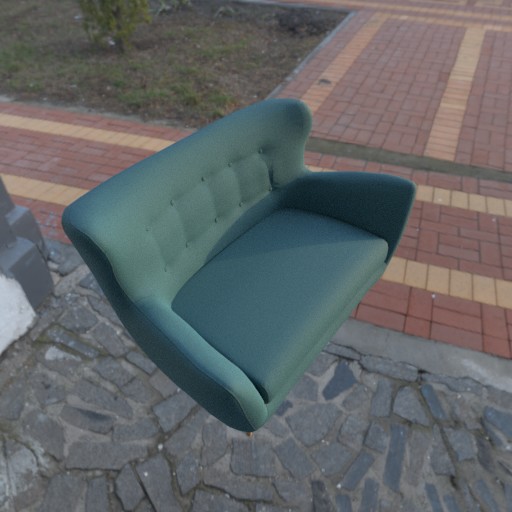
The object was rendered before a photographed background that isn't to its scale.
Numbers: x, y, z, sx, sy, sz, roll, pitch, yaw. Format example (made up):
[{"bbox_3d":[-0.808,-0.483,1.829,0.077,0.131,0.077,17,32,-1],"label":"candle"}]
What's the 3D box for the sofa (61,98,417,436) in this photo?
[{"bbox_3d":[0.000,0.000,1.949,0.889,0.889,1.397,27,48,27],"label":"sofa"}]
